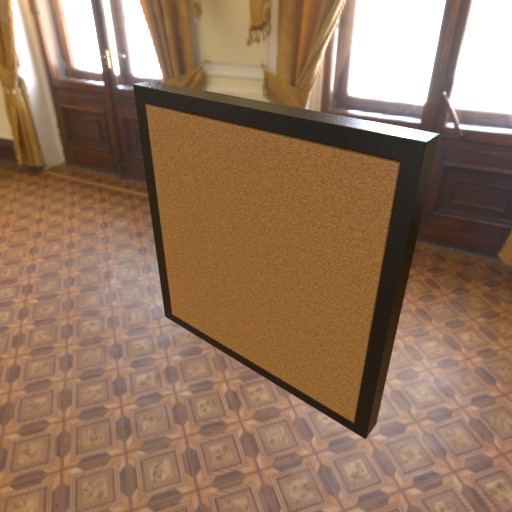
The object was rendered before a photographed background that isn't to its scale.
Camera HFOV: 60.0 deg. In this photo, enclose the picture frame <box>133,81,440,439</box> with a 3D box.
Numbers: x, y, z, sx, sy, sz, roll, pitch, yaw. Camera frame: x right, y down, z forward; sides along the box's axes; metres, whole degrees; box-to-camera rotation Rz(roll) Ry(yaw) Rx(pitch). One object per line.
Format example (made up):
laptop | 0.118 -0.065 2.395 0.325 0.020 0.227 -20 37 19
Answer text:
picture frame | 0.000 0.000 0.531 0.355 0.353 0.029 23 39 33
